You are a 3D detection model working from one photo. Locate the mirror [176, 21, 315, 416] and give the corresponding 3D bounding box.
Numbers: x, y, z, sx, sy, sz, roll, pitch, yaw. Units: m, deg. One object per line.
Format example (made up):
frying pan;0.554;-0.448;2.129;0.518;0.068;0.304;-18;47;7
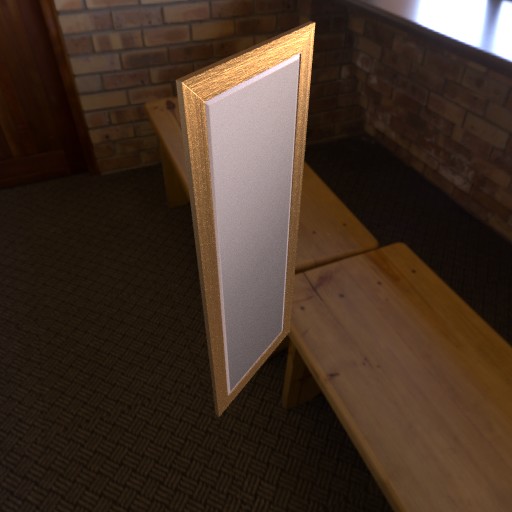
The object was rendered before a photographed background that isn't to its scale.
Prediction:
mirror;0.000;0.000;2.280;0.025;2.031;0.812;25;48;26
